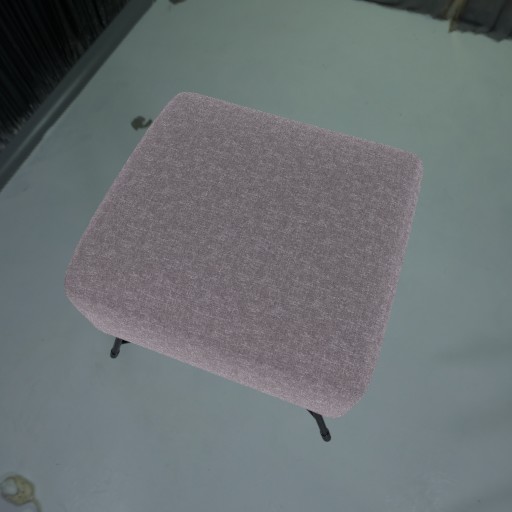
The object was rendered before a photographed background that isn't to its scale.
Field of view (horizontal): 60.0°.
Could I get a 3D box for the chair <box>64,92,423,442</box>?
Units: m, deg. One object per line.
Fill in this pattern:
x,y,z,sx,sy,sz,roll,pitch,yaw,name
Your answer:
0.000,0.000,0.913,0.530,0.410,0.530,18,64,9,chair
